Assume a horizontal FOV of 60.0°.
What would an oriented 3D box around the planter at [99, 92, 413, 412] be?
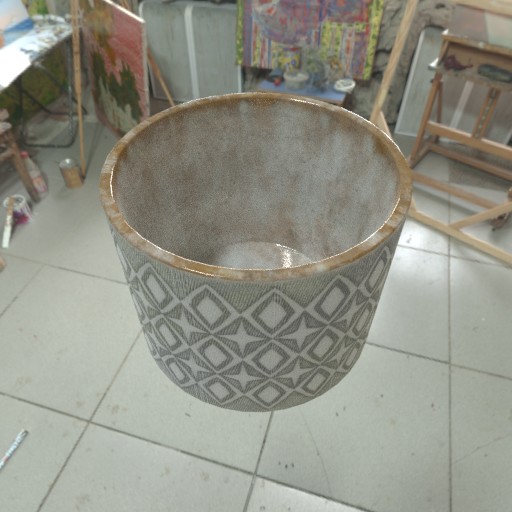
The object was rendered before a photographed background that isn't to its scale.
[{"bbox_3d":[0.000,0.000,0.449,0.255,0.223,0.255,0,46,0],"label":"planter"}]
